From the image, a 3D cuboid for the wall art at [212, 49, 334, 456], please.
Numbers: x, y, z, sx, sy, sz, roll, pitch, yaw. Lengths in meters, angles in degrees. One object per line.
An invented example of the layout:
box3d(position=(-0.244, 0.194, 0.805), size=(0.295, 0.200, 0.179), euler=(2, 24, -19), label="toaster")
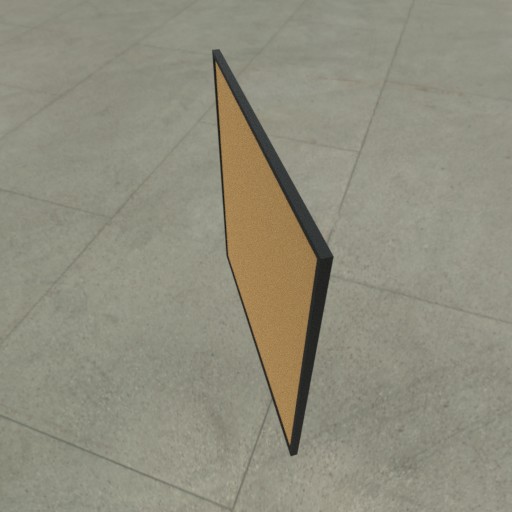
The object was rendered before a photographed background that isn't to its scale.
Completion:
box3d(position=(0.000, 0.000, 0.694), size=(0.013, 0.457, 0.458), euler=(-11, 47, -11), label="wall art")
